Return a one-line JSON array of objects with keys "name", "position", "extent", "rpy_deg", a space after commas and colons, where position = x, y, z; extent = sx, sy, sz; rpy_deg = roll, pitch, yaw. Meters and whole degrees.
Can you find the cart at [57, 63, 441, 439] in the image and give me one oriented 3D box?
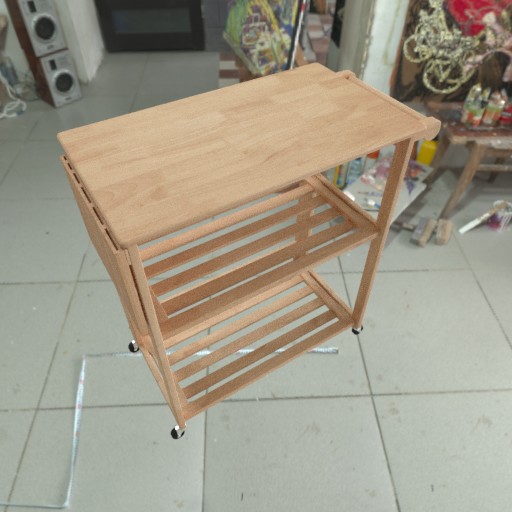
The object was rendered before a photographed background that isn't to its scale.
[{"name": "cart", "position": [0.000, 0.000, 1.356], "extent": [0.853, 0.879, 0.432], "rpy_deg": [-24, 51, -22]}]
